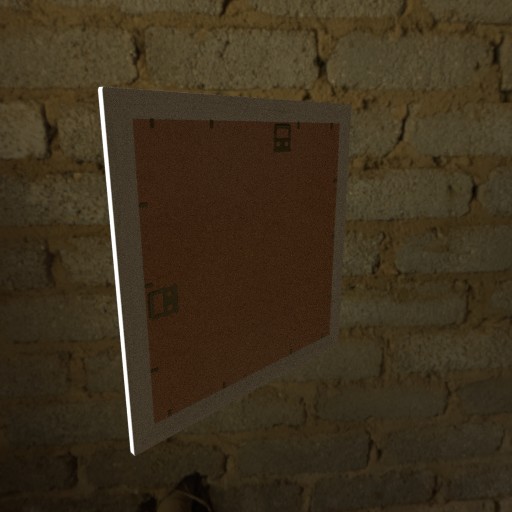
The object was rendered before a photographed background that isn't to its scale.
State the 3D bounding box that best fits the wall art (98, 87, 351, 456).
[{"bbox_3d":[0.000,0.000,0.868,0.584,0.584,0.013,-15,21,-42],"label":"wall art"}]
